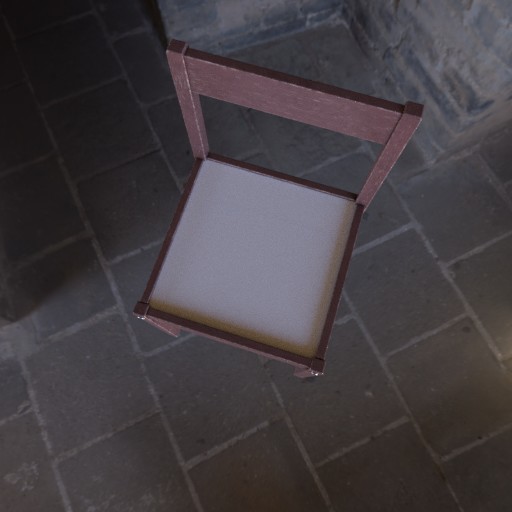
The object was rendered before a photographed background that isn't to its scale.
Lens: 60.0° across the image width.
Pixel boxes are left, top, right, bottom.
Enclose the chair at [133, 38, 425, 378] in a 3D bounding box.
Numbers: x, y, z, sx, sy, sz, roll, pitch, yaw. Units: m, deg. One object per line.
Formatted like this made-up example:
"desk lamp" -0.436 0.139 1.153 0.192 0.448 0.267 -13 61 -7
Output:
"chair" 0.000 0.000 0.680 0.285 0.505 0.285 17 75 5
